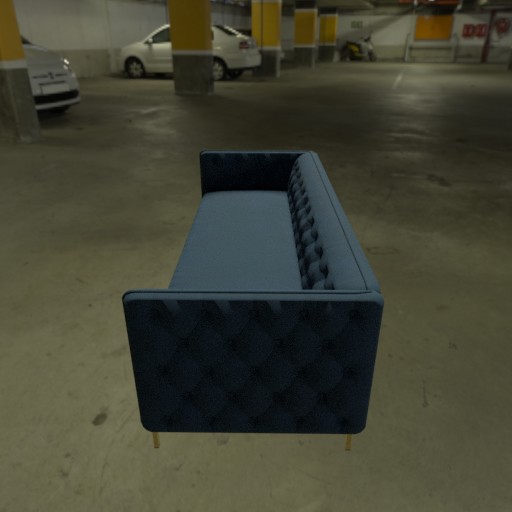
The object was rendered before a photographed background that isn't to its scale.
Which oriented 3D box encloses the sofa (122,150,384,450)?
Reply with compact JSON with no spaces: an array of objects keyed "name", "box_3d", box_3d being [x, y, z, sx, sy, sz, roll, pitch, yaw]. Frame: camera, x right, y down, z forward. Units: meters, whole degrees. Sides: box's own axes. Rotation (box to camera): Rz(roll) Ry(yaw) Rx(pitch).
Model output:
[{"name":"sofa","box_3d":[0.000,0.000,2.593,0.895,0.771,2.209,0,26,1]}]
